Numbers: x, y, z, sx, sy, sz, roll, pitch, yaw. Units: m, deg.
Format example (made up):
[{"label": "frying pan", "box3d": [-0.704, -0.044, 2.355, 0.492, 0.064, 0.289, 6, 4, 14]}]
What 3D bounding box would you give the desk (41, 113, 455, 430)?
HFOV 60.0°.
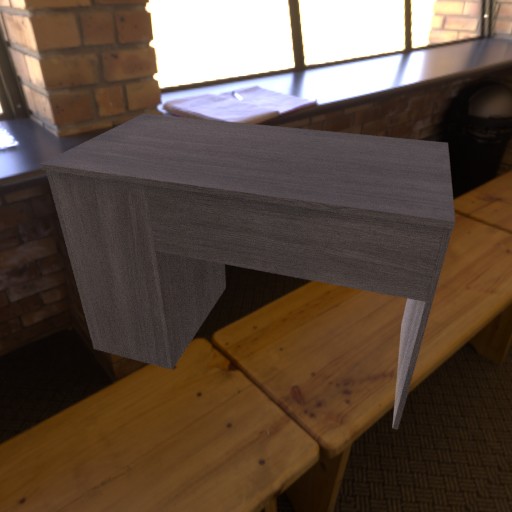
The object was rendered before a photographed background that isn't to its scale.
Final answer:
[{"label": "desk", "box3d": [0.000, 0.000, 1.526, 1.097, 0.735, 0.560, 10, 34, 15]}]
